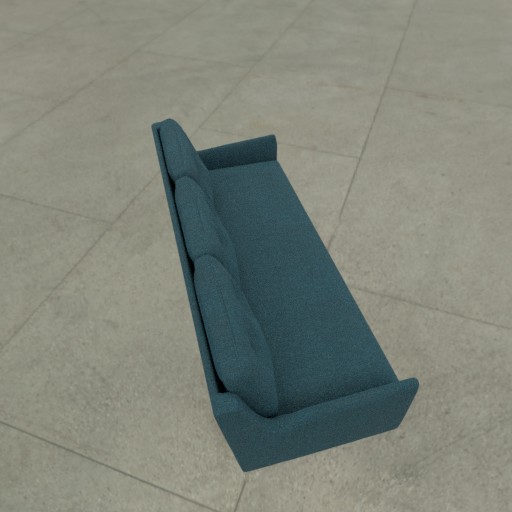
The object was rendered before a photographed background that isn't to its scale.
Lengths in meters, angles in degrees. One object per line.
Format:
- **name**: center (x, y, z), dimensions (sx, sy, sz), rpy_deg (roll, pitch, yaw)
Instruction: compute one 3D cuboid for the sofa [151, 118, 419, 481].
- **sofa**: center (0.000, 0.000, 2.488), dimensions (0.849, 0.837, 2.060), rpy_deg (-11, 47, -11)
